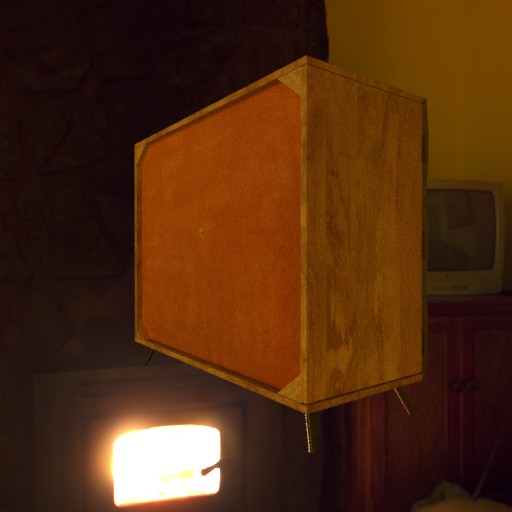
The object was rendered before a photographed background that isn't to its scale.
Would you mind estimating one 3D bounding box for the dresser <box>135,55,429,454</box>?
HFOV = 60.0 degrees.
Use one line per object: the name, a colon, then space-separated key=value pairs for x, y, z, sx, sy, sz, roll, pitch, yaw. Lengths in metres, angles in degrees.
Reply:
dresser: x=0.000 y=0.000 z=1.446 sx=0.446 sy=0.847 sz=0.967 roll=0 pitch=1 yaw=-37
